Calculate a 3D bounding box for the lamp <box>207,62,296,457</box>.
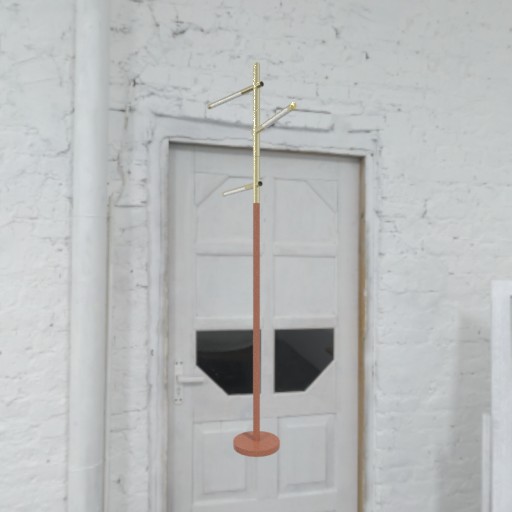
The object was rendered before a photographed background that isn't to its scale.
[{"bbox_3d":[0.000,0.000,1.978,0.209,1.704,0.737,0,1,-35],"label":"lamp"}]
